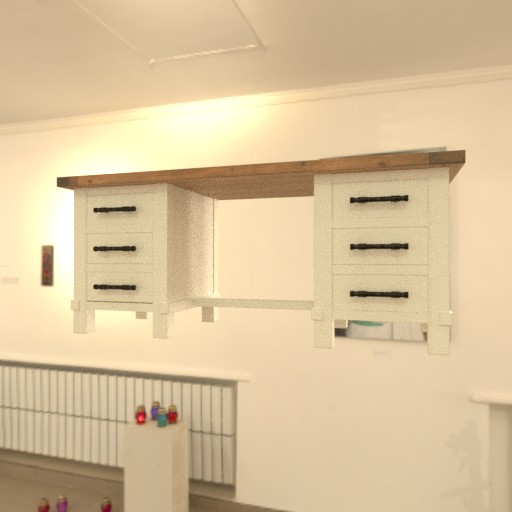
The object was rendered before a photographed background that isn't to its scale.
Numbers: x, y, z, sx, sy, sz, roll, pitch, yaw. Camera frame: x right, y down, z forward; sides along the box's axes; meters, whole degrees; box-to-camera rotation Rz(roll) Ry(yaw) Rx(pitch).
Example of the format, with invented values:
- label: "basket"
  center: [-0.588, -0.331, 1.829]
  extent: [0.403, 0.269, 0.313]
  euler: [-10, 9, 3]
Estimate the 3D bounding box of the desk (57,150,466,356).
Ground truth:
- label: "desk"
  center: [0.000, 0.000, 2.199]
  extent: [1.803, 0.760, 0.688]
  euler: [0, 0, 17]
